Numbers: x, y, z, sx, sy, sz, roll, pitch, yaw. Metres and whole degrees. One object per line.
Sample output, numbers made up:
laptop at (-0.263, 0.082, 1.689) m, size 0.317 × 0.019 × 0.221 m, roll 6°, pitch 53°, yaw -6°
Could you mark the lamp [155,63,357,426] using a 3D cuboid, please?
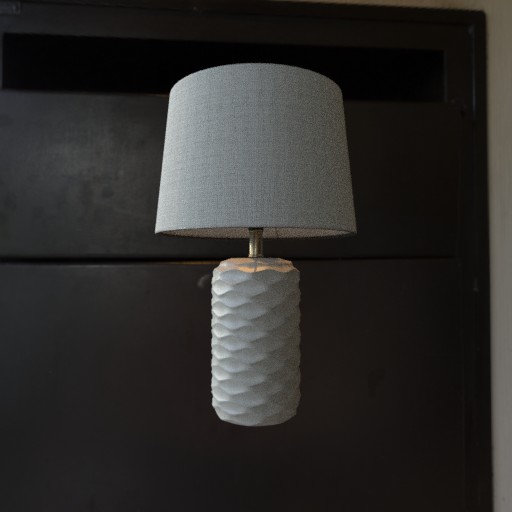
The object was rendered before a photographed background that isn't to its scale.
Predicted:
lamp at (0.000, 0.000, 0.845) m, size 0.376 × 0.594 × 0.376 m, roll 0°, pitch -1°, yaw 0°
